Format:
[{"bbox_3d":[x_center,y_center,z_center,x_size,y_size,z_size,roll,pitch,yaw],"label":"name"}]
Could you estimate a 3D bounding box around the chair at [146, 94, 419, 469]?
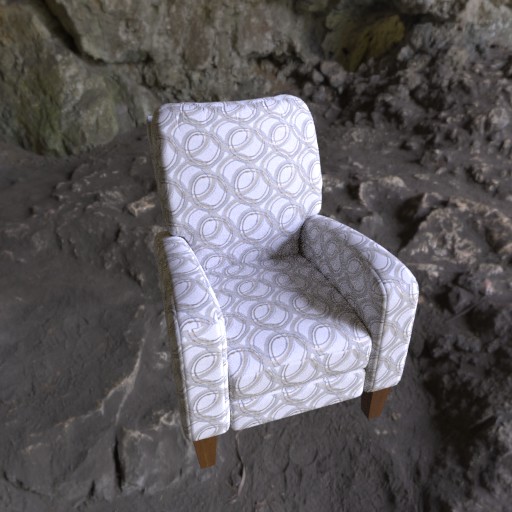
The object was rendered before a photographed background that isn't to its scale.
[{"bbox_3d":[0.000,0.000,1.733,0.796,1.065,0.995,-10,32,-16],"label":"chair"}]
